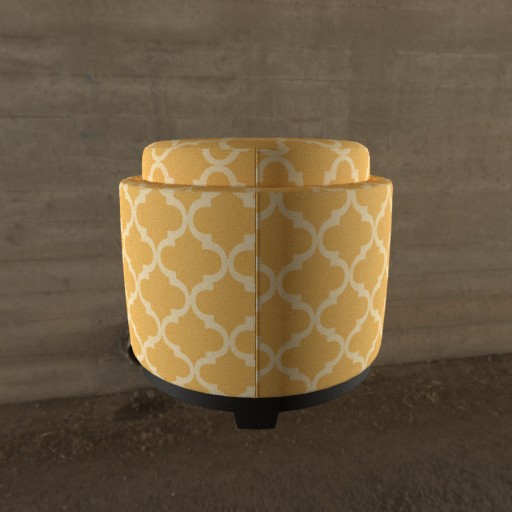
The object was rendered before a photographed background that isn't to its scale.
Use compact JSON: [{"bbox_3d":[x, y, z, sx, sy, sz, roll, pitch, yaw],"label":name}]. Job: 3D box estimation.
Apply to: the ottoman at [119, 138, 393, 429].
[{"bbox_3d":[0.000,0.000,0.834,0.480,0.429,0.480,0,14,0],"label":"ottoman"}]
